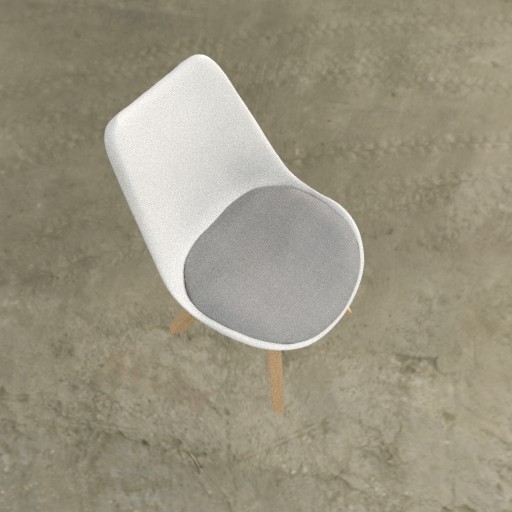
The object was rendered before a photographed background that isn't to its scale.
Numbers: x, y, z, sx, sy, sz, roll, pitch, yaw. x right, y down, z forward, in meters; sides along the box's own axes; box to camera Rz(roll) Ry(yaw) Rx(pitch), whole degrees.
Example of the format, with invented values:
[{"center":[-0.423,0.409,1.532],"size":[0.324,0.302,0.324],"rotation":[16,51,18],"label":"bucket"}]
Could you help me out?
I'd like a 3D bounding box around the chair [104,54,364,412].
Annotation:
[{"center":[0.000,0.000,1.184],"size":[0.550,0.850,0.485],"rotation":[33,66,17],"label":"chair"}]
